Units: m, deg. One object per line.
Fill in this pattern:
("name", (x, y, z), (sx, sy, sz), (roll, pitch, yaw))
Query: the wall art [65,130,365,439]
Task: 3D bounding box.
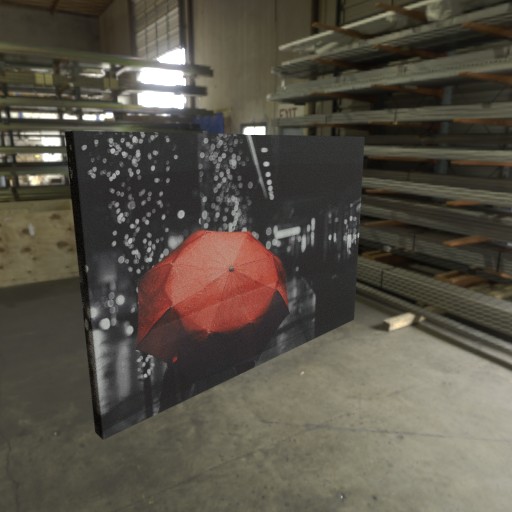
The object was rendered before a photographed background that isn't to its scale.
("wall art", (0.000, 0.000, 1.154), (0.914, 0.609, 0.038), (-14, 19, -43))
